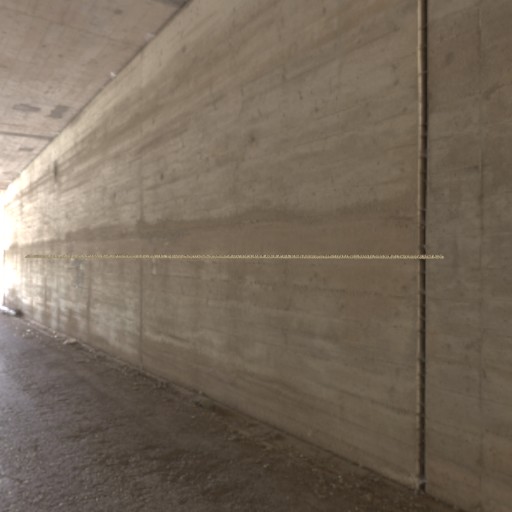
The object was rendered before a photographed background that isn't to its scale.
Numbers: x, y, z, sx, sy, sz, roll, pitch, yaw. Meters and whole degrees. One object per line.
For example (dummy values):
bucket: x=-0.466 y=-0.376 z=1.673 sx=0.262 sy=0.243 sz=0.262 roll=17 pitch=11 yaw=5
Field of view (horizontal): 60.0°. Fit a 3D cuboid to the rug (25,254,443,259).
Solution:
rug: x=0.000 y=0.000 z=4.182 sx=3.052 sy=0.030 sz=2.429 roll=0 pitch=0 yaw=17
